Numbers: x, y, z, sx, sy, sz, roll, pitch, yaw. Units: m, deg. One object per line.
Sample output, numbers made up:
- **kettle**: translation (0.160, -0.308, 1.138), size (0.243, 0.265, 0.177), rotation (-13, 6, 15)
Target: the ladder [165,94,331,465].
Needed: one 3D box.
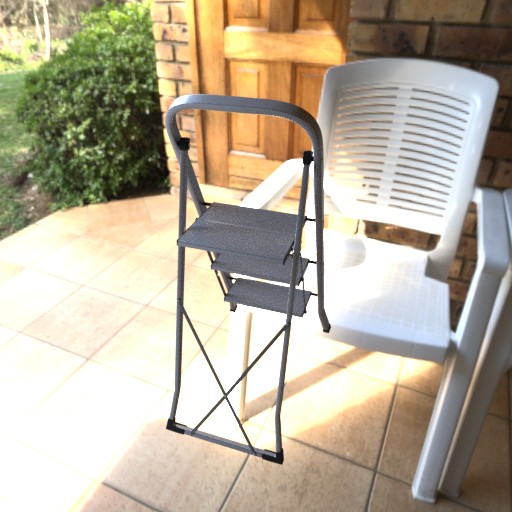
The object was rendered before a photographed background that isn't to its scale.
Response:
- **ladder**: translation (0.000, 0.000, 1.454), size (0.465, 1.070, 0.704), rotation (10, 34, 16)
